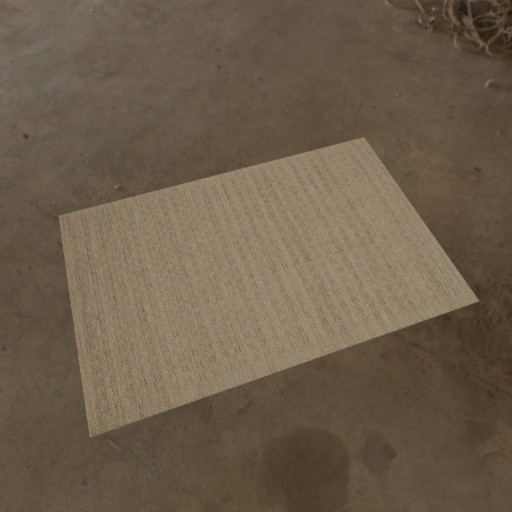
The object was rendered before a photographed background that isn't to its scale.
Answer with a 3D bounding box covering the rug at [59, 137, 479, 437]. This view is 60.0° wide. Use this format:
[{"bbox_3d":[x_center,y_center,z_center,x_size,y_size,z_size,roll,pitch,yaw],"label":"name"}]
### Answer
[{"bbox_3d":[0.000,0.000,2.152,1.752,0.006,1.142,-17,58,-10],"label":"rug"}]
